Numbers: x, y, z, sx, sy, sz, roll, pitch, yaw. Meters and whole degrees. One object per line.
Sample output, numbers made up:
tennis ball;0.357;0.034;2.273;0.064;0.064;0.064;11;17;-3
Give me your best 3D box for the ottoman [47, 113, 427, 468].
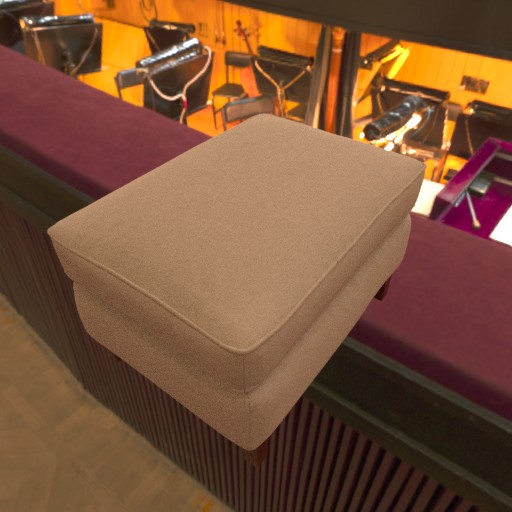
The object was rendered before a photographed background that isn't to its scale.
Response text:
ottoman;0.000;0.000;0.980;0.501;0.456;0.665;26;47;27
